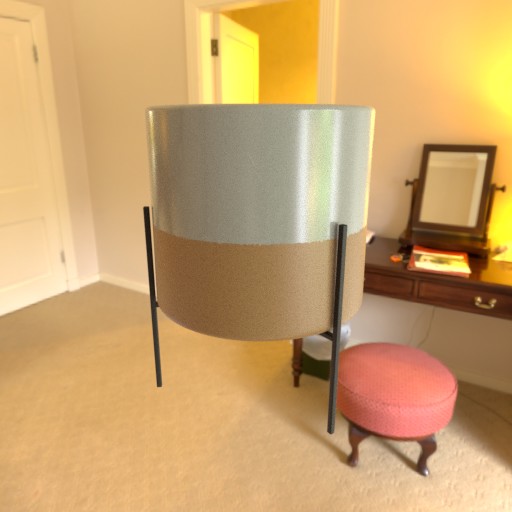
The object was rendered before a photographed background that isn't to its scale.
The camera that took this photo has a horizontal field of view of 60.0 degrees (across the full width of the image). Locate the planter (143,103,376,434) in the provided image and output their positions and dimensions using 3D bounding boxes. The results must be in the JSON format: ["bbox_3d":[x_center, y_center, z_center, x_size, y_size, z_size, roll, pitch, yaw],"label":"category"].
[{"bbox_3d":[0.000,0.000,0.750,0.360,0.480,0.348,-2,18,-7],"label":"planter"}]
